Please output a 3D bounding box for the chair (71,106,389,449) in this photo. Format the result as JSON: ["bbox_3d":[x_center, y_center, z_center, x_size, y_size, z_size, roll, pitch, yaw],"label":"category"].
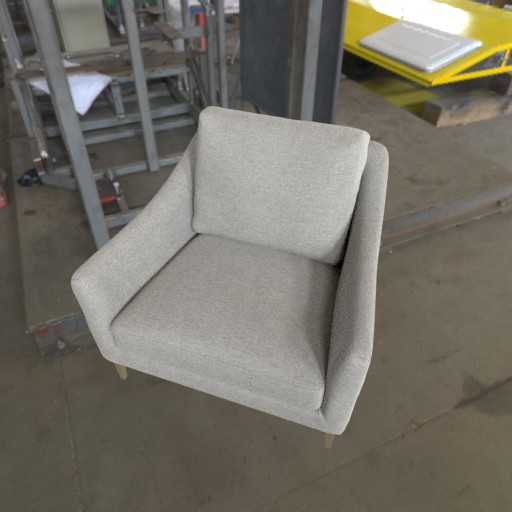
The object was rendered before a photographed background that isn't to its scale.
[{"bbox_3d":[0.000,0.000,1.736,0.986,0.902,0.961,13,42,15],"label":"chair"}]
